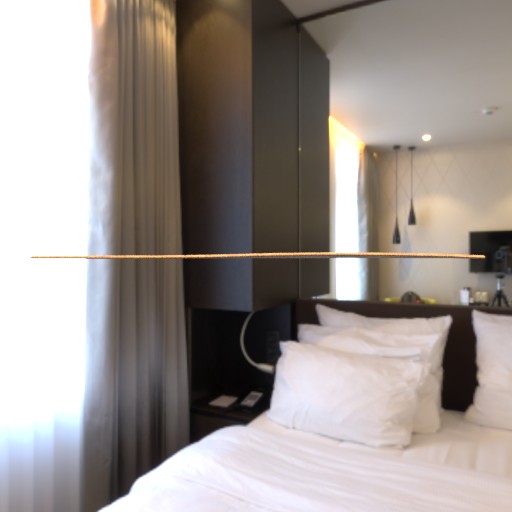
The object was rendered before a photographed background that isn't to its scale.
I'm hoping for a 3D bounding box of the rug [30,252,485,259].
[{"bbox_3d":[0.000,0.000,4.164,3.052,0.043,2.453,0,0,-1],"label":"rug"}]
